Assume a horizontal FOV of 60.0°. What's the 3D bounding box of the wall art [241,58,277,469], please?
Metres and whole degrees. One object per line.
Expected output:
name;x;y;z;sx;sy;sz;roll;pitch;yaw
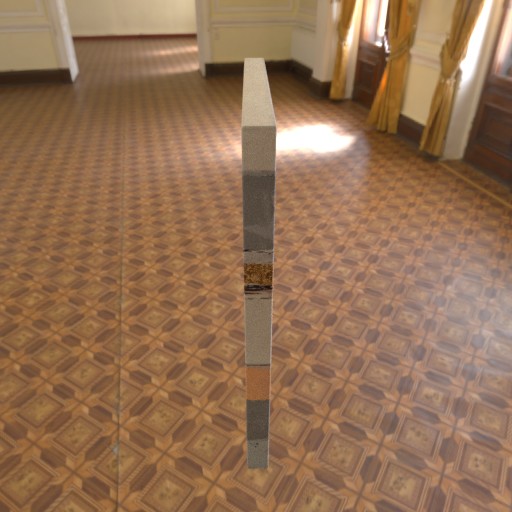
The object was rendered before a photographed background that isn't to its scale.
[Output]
wall art;0.000;0.000;0.818;0.038;0.609;0.456;0;32;-1
